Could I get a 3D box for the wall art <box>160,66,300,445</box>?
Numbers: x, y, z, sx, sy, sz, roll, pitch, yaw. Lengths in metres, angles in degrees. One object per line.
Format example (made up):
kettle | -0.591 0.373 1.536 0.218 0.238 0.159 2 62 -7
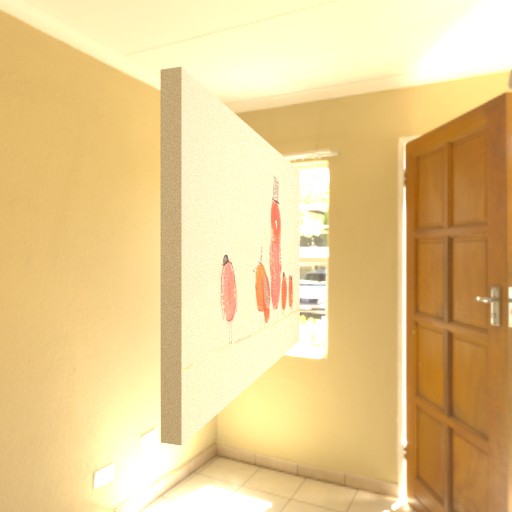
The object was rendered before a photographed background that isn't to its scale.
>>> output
wall art | 0.000 0.000 1.153 0.038 0.609 0.914 0 0 18
